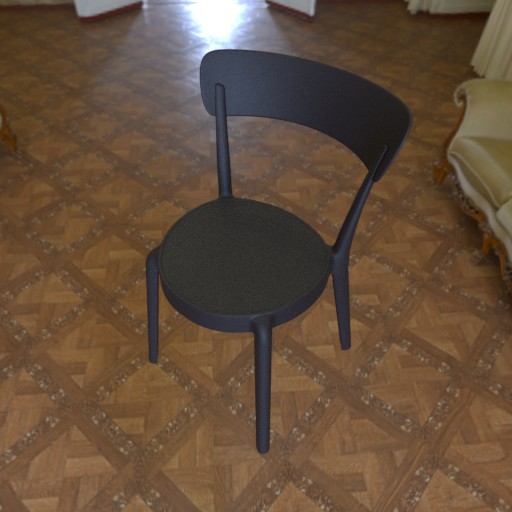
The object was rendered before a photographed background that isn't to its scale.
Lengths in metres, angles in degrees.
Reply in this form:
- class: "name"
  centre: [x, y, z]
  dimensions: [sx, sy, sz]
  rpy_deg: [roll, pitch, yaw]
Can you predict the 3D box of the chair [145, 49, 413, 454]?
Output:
- class: "chair"
  centre: [0.000, 0.000, 1.091]
  dimensions: [0.506, 0.790, 0.491]
  rpy_deg: [30, 52, 27]
